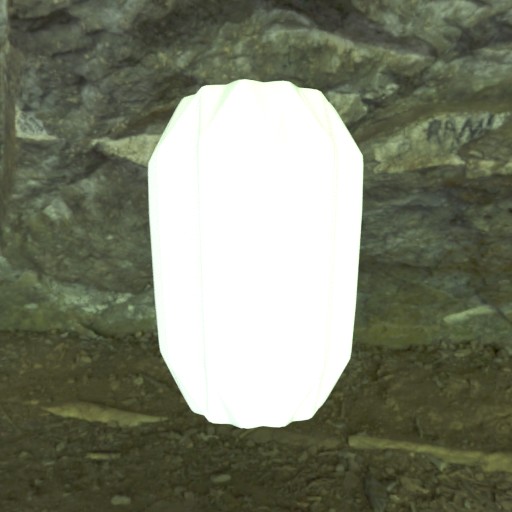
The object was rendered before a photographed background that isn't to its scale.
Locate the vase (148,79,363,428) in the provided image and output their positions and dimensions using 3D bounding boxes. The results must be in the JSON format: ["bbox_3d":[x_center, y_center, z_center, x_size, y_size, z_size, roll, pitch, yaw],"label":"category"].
[{"bbox_3d":[0.000,0.000,0.408,0.195,0.275,0.195,0,1,0],"label":"vase"}]
